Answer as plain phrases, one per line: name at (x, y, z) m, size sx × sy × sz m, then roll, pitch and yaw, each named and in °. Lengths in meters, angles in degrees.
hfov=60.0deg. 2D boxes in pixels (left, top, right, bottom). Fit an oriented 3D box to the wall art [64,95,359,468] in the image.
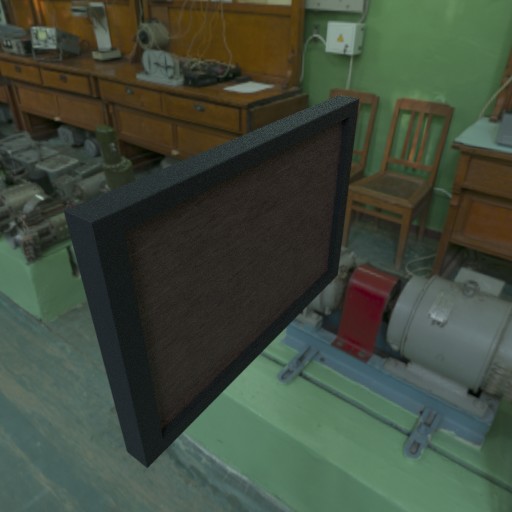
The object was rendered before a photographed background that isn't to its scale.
wall art at (0.000, 0.000, 0.839) m, size 0.051 × 0.456 × 0.671 m, roll 22°, pitch 39°, yaw 30°
